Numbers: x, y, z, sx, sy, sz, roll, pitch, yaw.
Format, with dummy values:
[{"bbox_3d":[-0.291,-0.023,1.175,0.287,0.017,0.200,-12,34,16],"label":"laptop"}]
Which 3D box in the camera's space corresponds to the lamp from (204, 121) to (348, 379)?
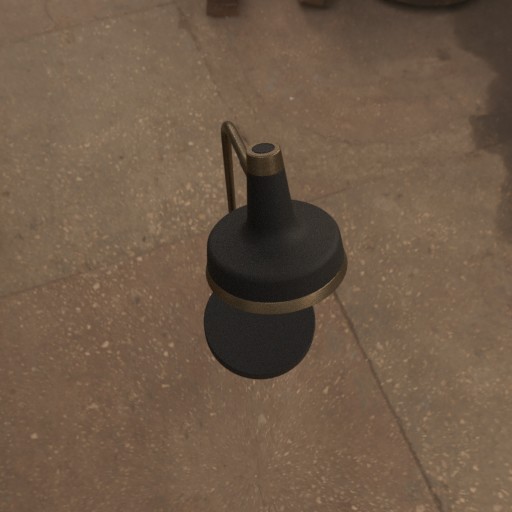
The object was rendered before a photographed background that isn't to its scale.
[{"bbox_3d":[0.000,0.000,0.486,0.162,0.385,0.218,-16,65,-8],"label":"lamp"}]
